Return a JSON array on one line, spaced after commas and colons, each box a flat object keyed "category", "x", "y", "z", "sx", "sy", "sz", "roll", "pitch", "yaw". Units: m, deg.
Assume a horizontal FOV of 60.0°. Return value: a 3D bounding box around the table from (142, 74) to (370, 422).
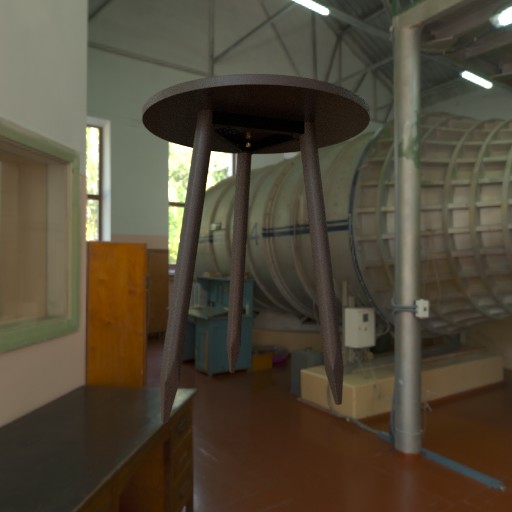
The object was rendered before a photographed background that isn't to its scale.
[{"category": "table", "x": 0.000, "y": 0.000, "z": 0.918, "sx": 0.457, "sy": 0.585, "sz": 0.457, "roll": 0, "pitch": -1, "yaw": 0}]
